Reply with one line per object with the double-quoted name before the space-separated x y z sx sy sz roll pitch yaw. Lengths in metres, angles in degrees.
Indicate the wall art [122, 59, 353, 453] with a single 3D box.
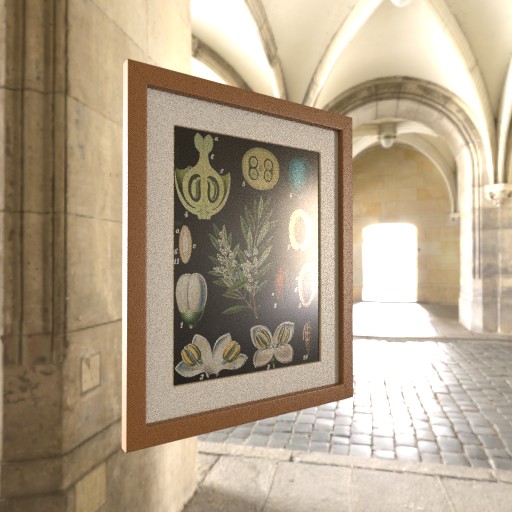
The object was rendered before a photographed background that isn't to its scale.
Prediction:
"wall art" 0.000 0.000 0.751 0.449 0.550 0.021 1 -1 -35
